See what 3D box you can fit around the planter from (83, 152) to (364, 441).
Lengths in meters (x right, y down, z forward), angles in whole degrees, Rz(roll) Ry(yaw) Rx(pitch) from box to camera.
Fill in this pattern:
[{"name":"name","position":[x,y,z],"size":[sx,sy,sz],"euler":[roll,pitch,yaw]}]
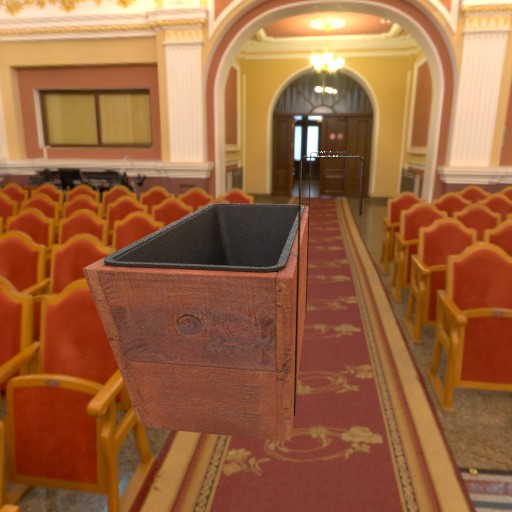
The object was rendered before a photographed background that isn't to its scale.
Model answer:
[{"name":"planter","position":[0.000,0.000,0.641],"size":[0.262,0.289,0.480],"euler":[2,14,8]}]
